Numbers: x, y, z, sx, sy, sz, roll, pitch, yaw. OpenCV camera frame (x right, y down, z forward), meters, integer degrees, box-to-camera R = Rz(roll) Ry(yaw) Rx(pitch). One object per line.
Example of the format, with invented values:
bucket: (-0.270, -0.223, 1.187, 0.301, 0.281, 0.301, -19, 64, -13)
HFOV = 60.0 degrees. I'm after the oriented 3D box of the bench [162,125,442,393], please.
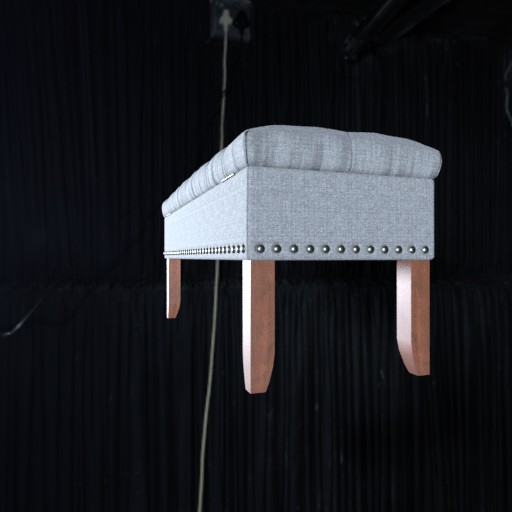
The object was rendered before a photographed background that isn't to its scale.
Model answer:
bench: (0.000, 0.000, 1.292, 0.417, 0.470, 1.052, 0, 0, -19)
